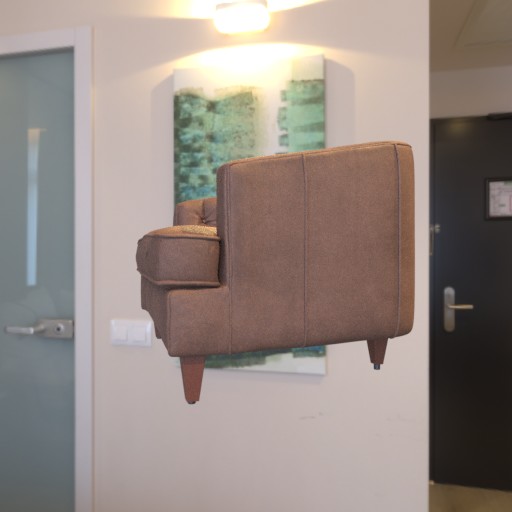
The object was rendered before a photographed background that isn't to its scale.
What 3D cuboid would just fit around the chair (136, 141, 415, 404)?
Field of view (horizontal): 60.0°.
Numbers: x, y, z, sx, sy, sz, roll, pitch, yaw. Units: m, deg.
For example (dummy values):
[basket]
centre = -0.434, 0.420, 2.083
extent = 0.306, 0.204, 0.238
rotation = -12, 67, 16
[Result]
[chair]
centre = 0.000, 0.000, 1.746
extent = 0.914, 0.787, 1.118
rotation = 0, 0, -17
